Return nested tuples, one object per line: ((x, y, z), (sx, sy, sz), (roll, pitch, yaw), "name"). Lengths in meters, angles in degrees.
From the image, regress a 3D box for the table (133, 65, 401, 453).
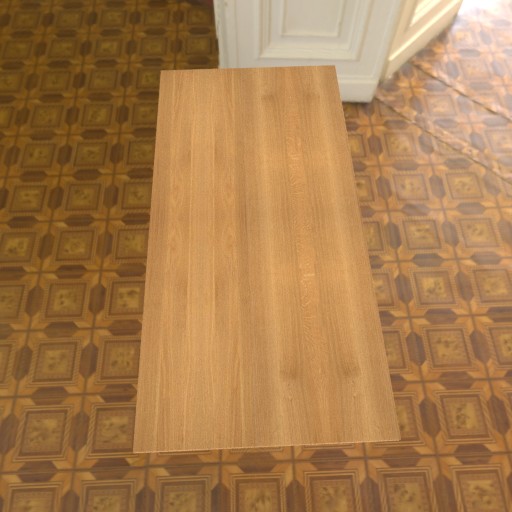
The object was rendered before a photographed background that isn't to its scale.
((0.000, 0.000, 2.223), (0.900, 0.750, 1.800), (-2, 64, -1), "table")
